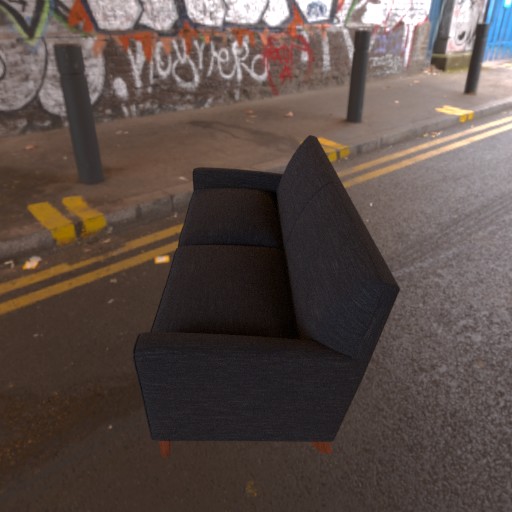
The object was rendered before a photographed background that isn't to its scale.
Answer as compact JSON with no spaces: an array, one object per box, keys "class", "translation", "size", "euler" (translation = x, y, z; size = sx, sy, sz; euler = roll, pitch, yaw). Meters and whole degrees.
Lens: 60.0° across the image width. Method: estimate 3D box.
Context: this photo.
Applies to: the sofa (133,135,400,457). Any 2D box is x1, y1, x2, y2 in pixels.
[{"class":"sofa","translation":[0.000,0.000,2.412],"size":[0.875,0.846,1.976],"euler":[0,29,-1]}]
